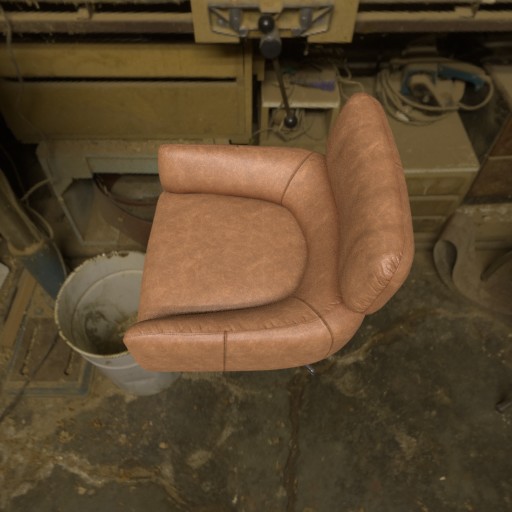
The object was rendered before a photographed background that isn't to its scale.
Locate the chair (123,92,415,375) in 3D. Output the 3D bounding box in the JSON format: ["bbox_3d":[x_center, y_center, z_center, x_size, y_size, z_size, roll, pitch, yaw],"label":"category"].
[{"bbox_3d":[0.000,0.000,1.368,0.715,0.812,0.706,1,57,0],"label":"chair"}]
